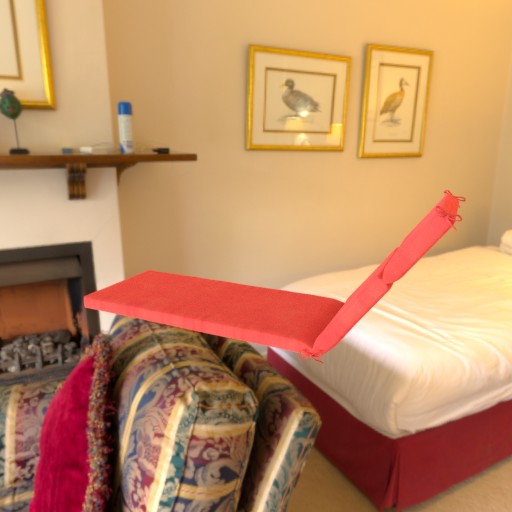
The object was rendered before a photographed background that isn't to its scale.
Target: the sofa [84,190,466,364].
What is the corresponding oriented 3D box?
[{"bbox_3d":[0.000,0.000,2.009,1.663,0.622,0.582,7,16,24],"label":"sofa"}]
